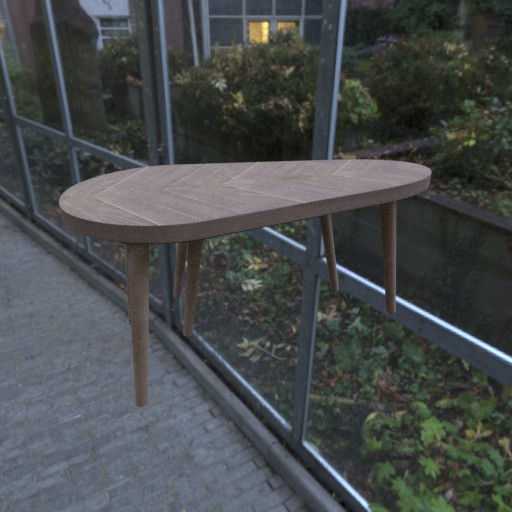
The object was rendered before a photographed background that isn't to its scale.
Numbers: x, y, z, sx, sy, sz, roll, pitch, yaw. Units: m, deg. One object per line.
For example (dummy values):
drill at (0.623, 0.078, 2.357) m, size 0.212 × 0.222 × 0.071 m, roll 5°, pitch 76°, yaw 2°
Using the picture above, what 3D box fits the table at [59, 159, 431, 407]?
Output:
table at (0.000, 0.000, 1.584) m, size 1.190 × 0.595 × 0.701 m, roll -8°, pitch 28°, yaw -15°
